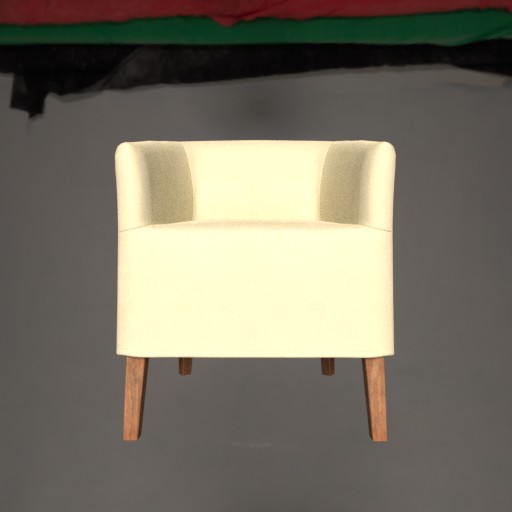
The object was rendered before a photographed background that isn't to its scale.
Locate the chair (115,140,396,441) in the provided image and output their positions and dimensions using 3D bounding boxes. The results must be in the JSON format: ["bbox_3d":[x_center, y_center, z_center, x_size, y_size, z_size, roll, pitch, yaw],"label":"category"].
[{"bbox_3d":[0.000,0.000,1.299,0.643,0.822,0.657,0,0,0],"label":"chair"}]
